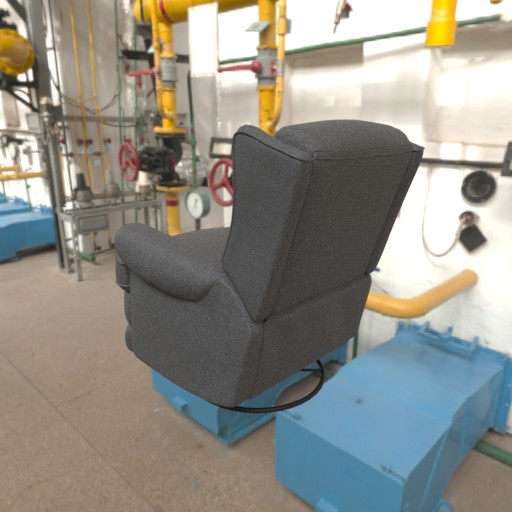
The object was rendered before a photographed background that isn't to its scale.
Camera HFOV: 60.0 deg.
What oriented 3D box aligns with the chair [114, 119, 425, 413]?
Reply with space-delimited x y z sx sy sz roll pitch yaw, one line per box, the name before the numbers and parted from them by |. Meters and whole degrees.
chair | 0.000 0.000 1.721 0.847 1.011 0.969 -16 23 -43
